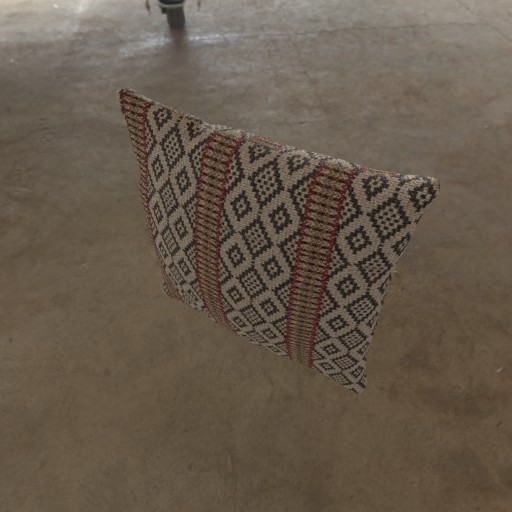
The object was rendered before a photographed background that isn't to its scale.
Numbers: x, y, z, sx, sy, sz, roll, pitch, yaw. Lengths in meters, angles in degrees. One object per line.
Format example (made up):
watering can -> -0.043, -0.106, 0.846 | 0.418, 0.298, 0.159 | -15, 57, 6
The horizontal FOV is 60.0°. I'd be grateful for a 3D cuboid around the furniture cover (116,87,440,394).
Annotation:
furniture cover -> 0.000, 0.000, 0.790 | 0.503, 0.506, 0.182 | 23, 50, 21
